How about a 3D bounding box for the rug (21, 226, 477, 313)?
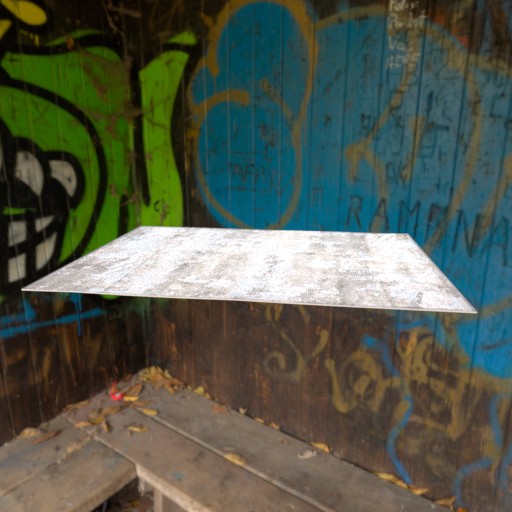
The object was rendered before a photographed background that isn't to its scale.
[{"bbox_3d":[0.000,0.000,4.309,3.307,0.013,2.393,2,16,7],"label":"rug"}]
